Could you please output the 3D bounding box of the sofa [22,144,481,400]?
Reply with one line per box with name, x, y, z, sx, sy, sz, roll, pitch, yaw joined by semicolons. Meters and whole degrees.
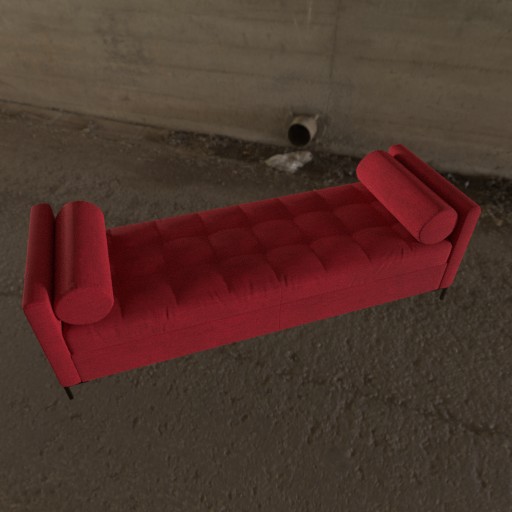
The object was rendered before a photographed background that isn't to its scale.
sofa;0.000;0.000;2.243;1.981;0.635;0.686;-12;42;-14
